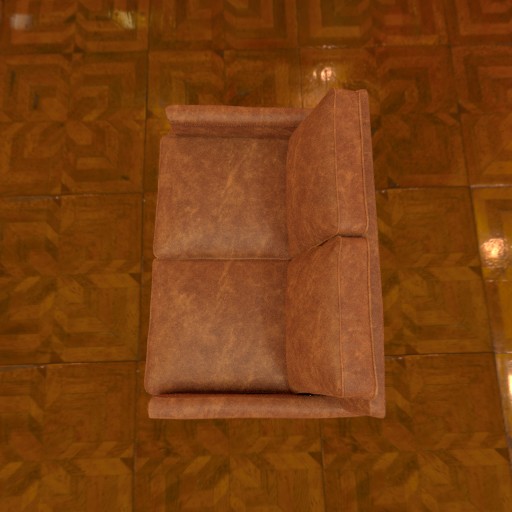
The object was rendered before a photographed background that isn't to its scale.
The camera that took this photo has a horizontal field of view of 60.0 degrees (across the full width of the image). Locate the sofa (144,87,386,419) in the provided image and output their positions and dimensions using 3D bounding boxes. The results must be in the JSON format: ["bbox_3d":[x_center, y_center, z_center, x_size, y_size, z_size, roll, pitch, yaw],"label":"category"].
[{"bbox_3d":[0.000,0.000,2.298,1.084,1.003,1.597,1,76,0],"label":"sofa"}]
